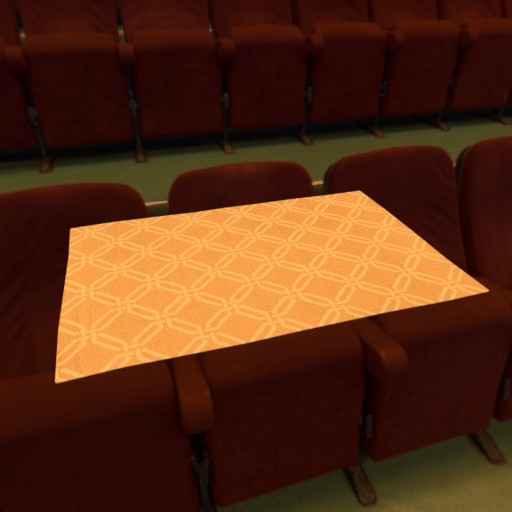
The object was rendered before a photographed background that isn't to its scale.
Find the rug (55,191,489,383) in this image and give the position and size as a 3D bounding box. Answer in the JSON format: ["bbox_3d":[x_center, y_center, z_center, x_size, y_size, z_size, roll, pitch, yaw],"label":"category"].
[{"bbox_3d":[0.000,0.000,2.132,1.745,0.010,1.146,-9,32,-15],"label":"rug"}]
